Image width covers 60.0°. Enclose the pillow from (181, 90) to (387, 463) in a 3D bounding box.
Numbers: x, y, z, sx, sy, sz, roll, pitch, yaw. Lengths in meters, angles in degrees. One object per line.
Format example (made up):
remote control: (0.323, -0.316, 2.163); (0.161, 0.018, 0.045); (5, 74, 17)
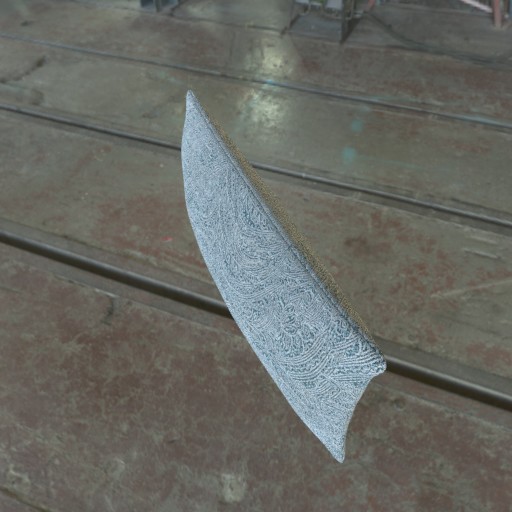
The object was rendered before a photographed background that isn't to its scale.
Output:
pillow: (0.000, 0.000, 0.726); (0.151, 0.295, 0.615); (-18, 50, -16)
